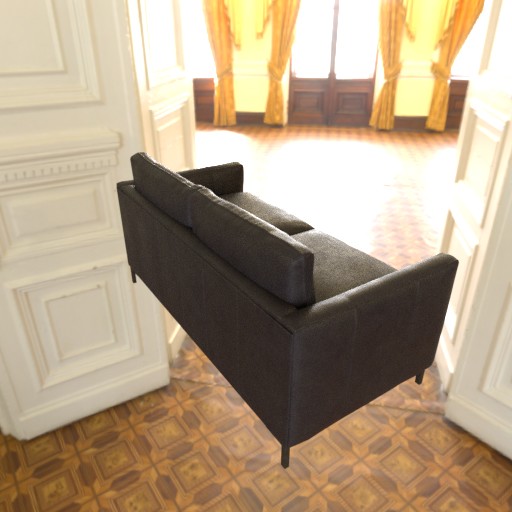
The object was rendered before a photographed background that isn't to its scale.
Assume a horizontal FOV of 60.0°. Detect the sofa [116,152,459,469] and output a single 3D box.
[{"bbox_3d":[0.000,0.000,2.351,0.947,0.883,1.805,-19,33,-31],"label":"sofa"}]
